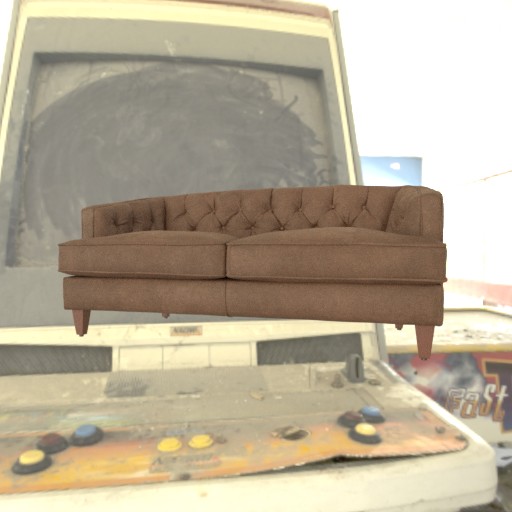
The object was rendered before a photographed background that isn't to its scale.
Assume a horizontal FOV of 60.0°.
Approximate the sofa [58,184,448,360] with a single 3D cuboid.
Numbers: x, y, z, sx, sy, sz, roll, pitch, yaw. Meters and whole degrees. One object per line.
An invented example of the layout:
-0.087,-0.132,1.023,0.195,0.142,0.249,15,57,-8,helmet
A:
0.000,0.000,2.285,1.767,0.799,0.917,0,0,18,sofa
